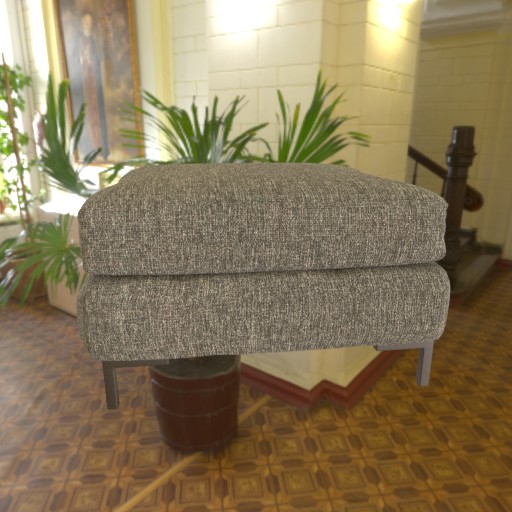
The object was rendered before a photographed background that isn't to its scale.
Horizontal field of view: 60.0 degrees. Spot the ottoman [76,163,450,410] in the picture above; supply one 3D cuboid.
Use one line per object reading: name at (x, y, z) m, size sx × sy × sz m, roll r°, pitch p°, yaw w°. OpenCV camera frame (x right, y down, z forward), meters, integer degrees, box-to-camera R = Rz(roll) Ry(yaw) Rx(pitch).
ottoman at (0.000, 0.000, 1.219) m, size 0.828 × 0.480 × 0.683 m, roll -2°, pitch 17°, yaw -7°
